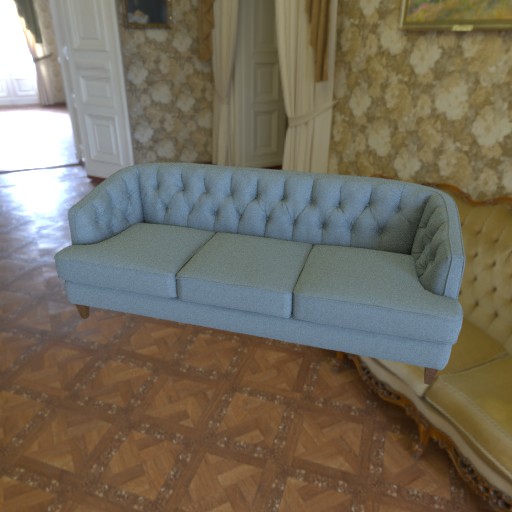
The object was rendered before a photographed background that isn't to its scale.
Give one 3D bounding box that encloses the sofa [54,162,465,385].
[{"bbox_3d":[0.000,0.000,2.726,2.278,0.855,0.941,8,27,15],"label":"sofa"}]
